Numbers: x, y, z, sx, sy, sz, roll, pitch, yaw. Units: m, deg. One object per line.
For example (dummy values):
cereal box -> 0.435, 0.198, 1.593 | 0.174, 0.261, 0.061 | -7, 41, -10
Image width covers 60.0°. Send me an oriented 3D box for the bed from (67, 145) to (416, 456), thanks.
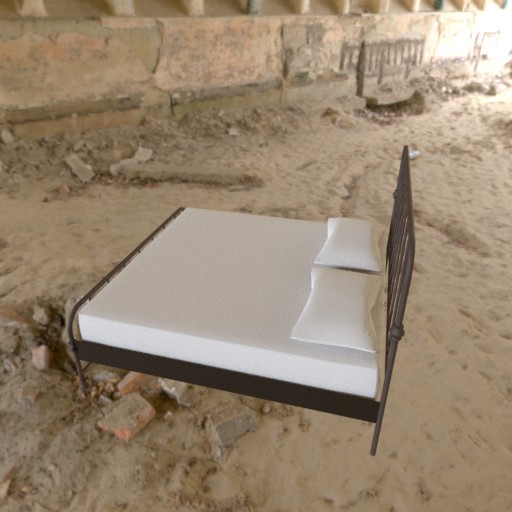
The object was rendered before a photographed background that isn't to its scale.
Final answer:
bed -> 0.000, 0.000, 3.471 | 2.134, 1.446, 2.044 | 8, 30, 13
